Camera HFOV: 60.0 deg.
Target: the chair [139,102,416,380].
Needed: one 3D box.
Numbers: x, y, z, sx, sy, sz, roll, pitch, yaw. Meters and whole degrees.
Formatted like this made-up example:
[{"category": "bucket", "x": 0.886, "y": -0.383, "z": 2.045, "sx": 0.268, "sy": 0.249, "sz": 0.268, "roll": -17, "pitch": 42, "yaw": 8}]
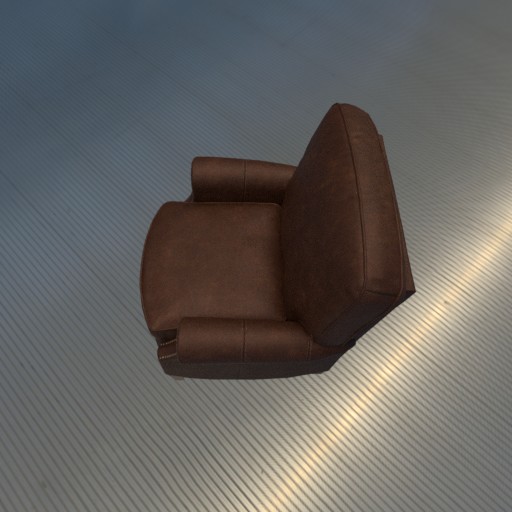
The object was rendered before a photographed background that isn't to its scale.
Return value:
[{"category": "chair", "x": 0.000, "y": 0.000, "z": 1.828, "sx": 0.986, "sy": 1.018, "sz": 0.936, "roll": 0, "pitch": 59, "yaw": 0}]
